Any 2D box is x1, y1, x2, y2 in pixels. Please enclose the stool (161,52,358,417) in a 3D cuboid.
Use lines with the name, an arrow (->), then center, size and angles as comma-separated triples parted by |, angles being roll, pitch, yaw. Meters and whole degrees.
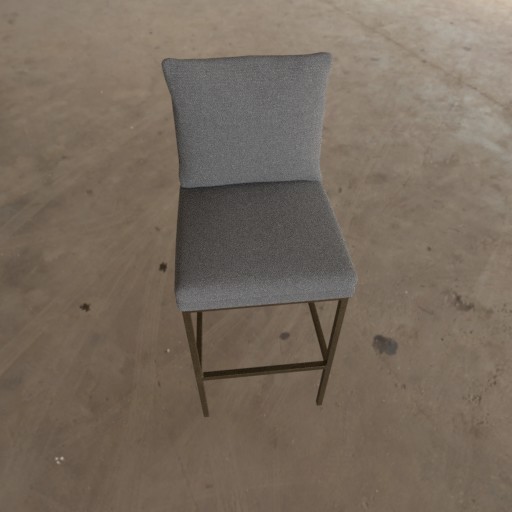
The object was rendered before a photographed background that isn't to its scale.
stool -> 0.000, 0.000, 1.421 | 0.463, 1.132, 0.569 | -4, 47, -4
